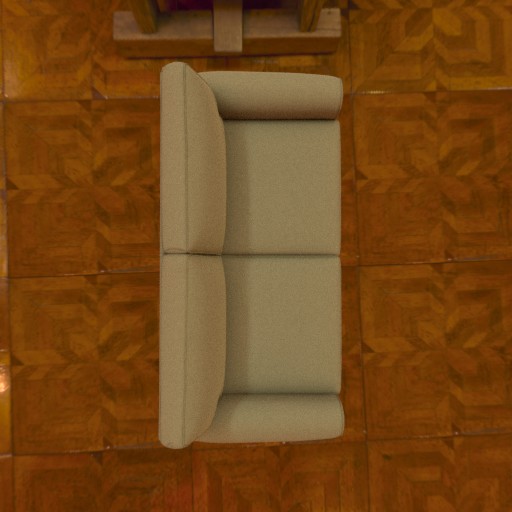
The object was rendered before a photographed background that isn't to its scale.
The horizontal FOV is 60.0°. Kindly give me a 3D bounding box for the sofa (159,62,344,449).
[{"bbox_3d":[0.000,0.000,2.388,0.940,0.952,1.930,0,89,-1],"label":"sofa"}]
